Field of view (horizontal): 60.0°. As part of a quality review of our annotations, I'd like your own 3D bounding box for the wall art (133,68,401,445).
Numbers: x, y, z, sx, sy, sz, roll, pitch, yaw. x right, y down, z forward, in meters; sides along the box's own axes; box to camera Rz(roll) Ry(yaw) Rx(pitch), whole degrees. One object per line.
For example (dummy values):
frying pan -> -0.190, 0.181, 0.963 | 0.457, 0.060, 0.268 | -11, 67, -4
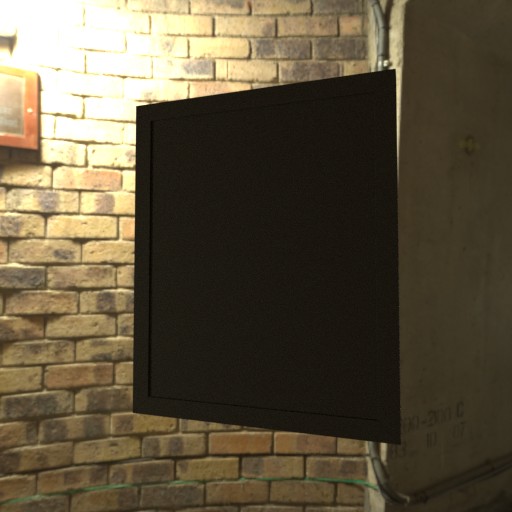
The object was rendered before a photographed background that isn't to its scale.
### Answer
wall art -> 0.000, 0.000, 0.747 | 0.457, 0.559, 0.033 | -1, -2, 19
